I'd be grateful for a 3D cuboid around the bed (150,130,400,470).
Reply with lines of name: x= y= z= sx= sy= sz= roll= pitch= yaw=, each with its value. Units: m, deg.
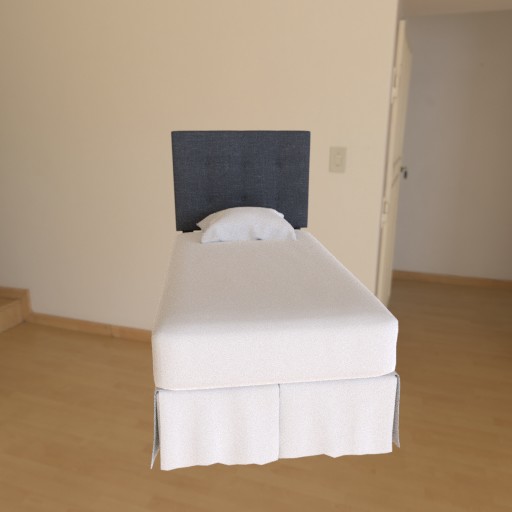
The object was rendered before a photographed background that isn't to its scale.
bed: x=0.000 y=0.000 z=2.908 sx=1.261 sy=1.571 sz=1.997 roll=-2 pitch=16 yaw=-7
